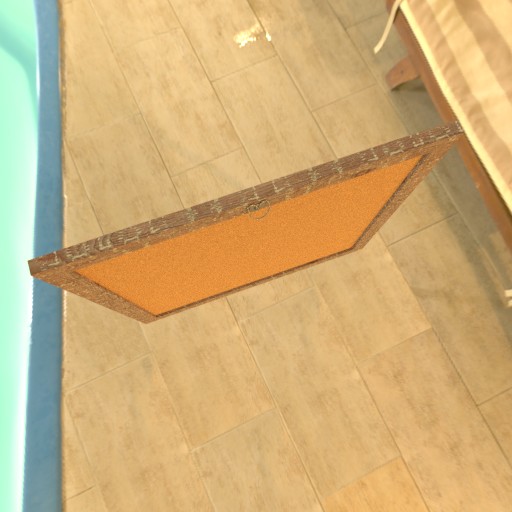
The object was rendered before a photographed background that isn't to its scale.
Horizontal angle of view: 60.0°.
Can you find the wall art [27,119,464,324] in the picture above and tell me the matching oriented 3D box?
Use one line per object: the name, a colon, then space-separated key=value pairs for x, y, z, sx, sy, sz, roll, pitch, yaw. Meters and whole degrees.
wall art: x=0.000 y=0.000 z=0.551 sx=0.380 sy=0.380 sz=0.022 roll=-19 pitch=76 yaw=-5
